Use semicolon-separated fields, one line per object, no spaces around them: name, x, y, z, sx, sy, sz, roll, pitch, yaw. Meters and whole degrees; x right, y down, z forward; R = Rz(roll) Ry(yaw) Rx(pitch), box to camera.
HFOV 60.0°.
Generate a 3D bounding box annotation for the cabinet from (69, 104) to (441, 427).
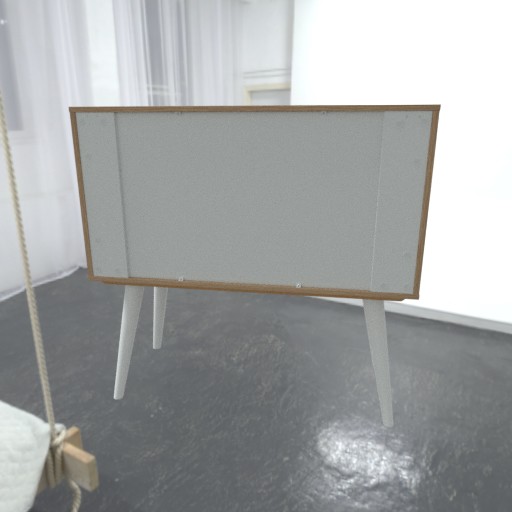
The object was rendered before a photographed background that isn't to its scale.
cabinet;0.000;0.000;1.607;1.057;1.016;0.470;3;17;9
